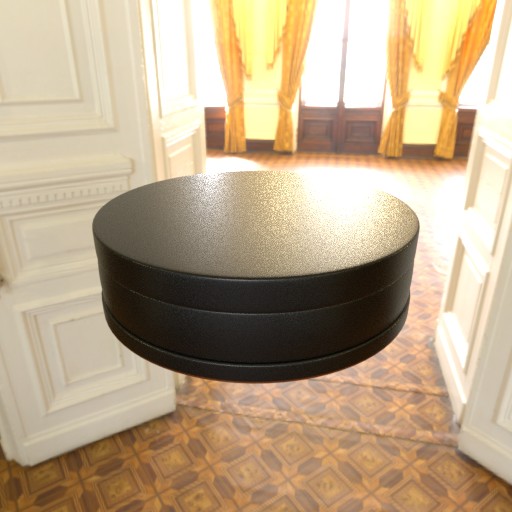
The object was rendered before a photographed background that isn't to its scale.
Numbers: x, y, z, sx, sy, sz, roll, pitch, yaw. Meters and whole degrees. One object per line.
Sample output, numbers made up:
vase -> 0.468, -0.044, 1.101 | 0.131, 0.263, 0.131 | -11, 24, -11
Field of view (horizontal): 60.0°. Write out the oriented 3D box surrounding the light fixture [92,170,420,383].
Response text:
light fixture -> 0.000, 0.000, 0.419 | 0.283, 0.097, 0.283 | 0, 24, 0
